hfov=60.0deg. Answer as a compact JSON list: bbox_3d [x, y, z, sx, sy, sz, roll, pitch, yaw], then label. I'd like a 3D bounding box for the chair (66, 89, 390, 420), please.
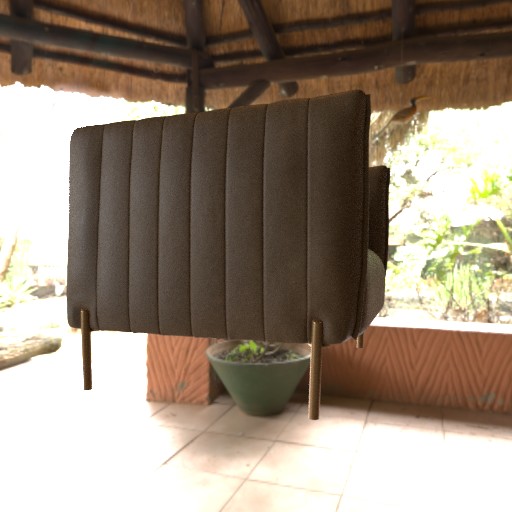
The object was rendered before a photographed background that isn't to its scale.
[{"bbox_3d":[0.000,0.000,1.578,0.876,0.779,0.981,0,-1,20],"label":"chair"}]
